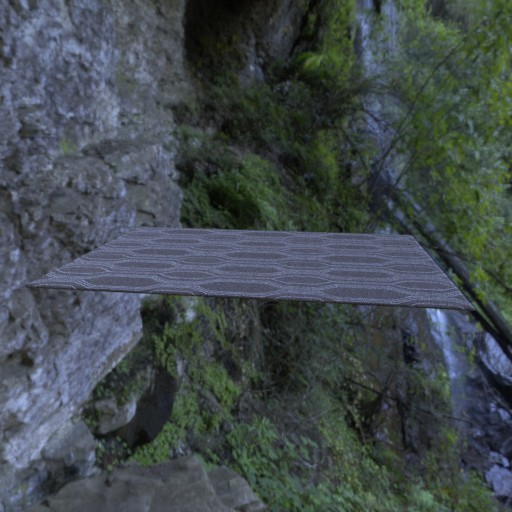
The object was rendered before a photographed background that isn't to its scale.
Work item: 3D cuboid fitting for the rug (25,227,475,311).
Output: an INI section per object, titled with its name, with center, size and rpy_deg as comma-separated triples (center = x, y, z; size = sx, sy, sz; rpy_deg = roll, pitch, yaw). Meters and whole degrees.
[rug]
center = 0.000, 0.000, 2.369
size = 1.836, 0.012, 1.239
rpy_deg = 2, 16, 8
